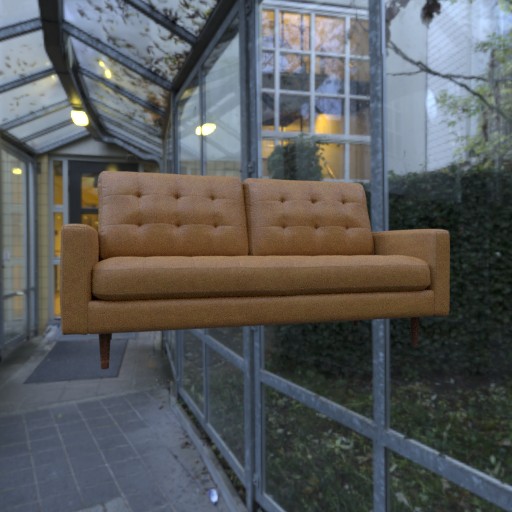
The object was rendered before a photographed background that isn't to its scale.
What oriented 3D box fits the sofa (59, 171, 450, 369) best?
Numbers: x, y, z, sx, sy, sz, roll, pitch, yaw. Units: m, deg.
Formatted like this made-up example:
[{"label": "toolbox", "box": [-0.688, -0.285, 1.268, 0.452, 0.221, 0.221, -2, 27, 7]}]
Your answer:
[{"label": "sofa", "box": [0.000, 0.000, 2.320, 1.821, 0.898, 0.850, 0, 1, -17]}]
